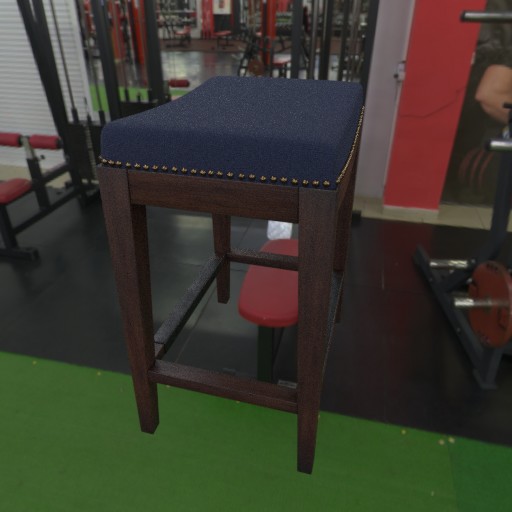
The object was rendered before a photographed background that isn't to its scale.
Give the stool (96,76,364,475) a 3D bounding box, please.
[{"bbox_3d":[0.000,0.000,0.935,0.361,0.642,0.500,8,32,13],"label":"stool"}]
